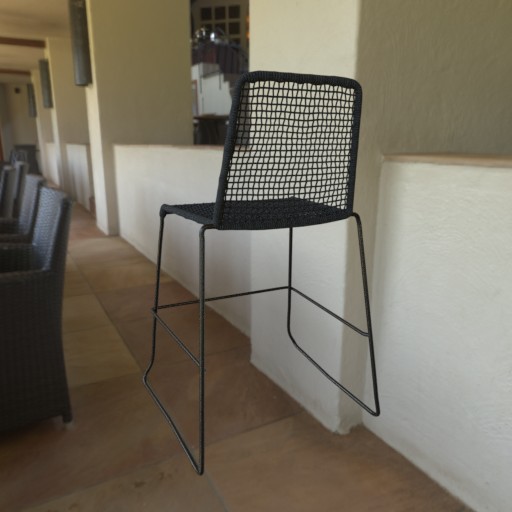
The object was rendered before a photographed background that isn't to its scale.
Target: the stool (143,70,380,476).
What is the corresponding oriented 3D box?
[{"bbox_3d":[0.000,0.000,1.252,0.590,0.905,0.509,-7,16,-25],"label":"stool"}]
